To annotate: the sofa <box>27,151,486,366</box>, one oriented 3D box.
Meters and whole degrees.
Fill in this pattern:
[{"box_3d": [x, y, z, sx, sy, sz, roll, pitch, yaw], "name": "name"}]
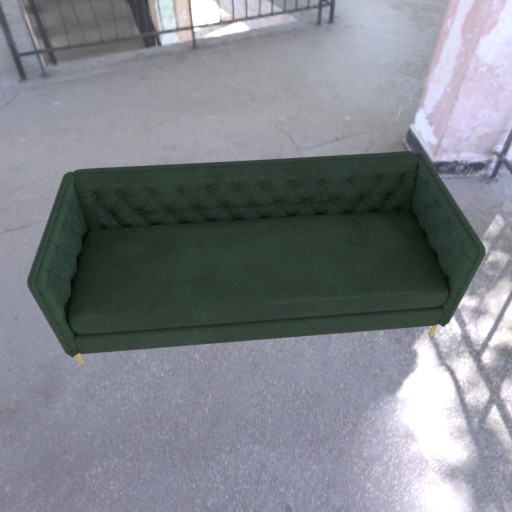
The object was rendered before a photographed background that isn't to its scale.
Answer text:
[{"box_3d": [0.000, 0.000, 2.618, 2.209, 0.771, 0.895, -4, 46, -4], "name": "sofa"}]
